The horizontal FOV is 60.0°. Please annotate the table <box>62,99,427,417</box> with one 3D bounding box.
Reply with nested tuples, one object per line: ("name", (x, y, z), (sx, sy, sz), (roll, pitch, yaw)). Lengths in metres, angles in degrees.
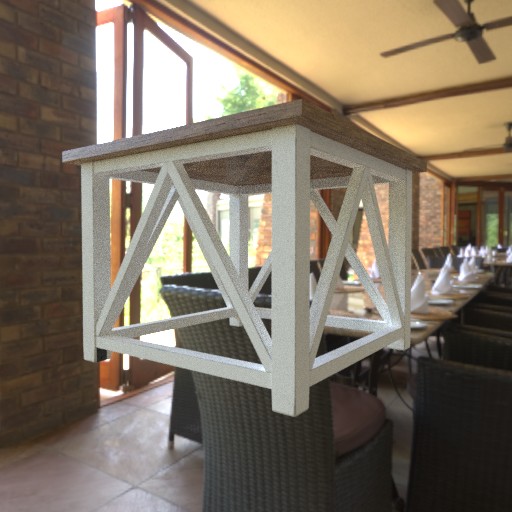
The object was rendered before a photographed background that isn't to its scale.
("table", (0.000, 0.000, 1.201), (0.700, 0.532, 0.700), (1, 2, 36))
